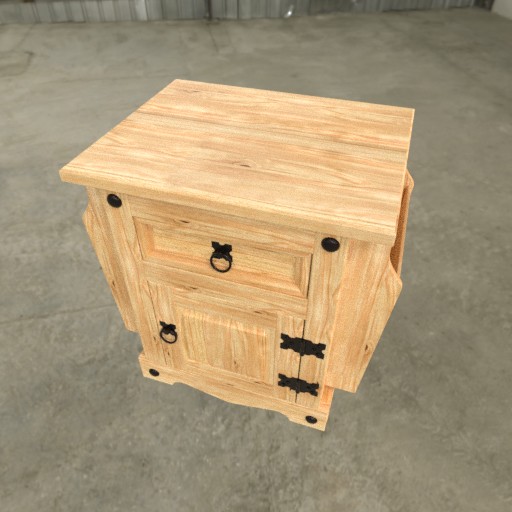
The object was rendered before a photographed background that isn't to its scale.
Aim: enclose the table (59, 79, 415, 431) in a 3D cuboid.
[{"bbox_3d":[0.000,0.000,0.880,0.530,0.515,0.380,12,43,14],"label":"table"}]
